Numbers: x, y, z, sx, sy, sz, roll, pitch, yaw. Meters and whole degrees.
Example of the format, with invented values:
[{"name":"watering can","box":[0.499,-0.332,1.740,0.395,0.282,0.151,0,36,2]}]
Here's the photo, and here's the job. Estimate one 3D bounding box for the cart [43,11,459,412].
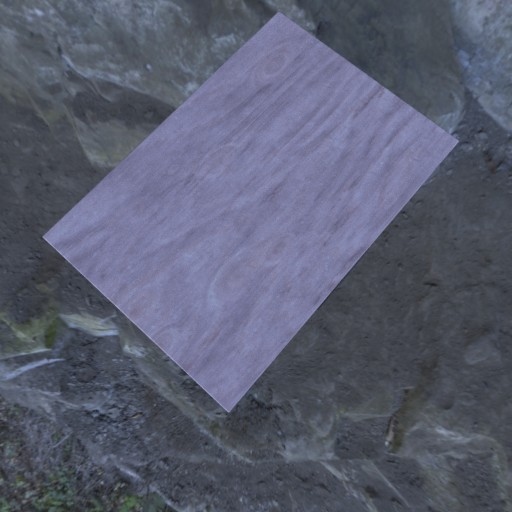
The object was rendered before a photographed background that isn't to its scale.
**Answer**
[{"name":"cart","box":[0.000,0.000,1.125,0.403,0.839,0.584,40,79,10]}]
